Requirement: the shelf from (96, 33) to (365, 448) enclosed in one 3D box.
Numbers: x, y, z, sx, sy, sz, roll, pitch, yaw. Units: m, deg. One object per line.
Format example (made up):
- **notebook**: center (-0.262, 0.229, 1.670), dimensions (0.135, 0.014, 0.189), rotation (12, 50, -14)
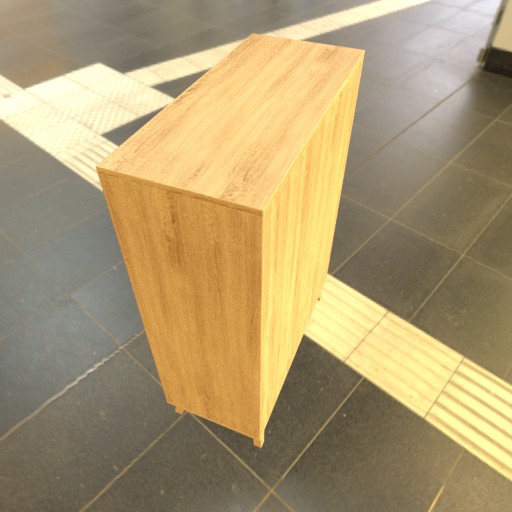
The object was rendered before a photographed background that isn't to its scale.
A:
- **shelf**: center (0.000, 0.000, 1.856), dimensions (0.450, 1.390, 1.000), rotation (16, 48, 16)
